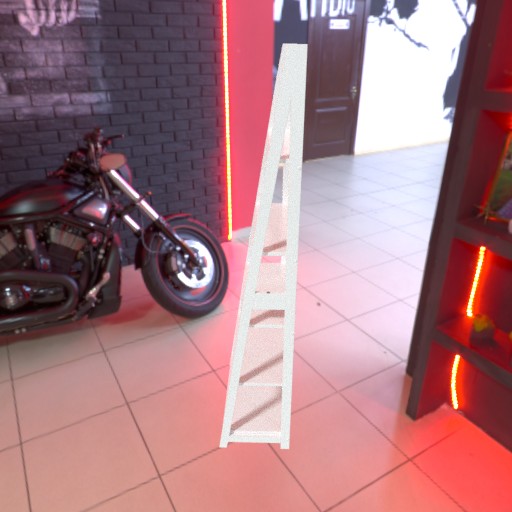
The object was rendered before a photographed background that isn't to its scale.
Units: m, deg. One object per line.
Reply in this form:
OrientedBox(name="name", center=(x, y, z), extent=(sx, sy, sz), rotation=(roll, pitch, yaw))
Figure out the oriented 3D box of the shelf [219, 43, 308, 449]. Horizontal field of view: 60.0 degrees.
OrientedBox(name="shelf", center=(0.000, 0.000, 2.062), extent=(0.341, 1.779, 0.636), rotation=(1, 26, 1))
